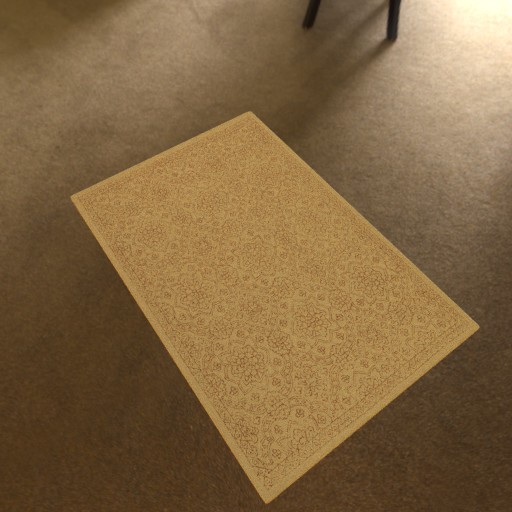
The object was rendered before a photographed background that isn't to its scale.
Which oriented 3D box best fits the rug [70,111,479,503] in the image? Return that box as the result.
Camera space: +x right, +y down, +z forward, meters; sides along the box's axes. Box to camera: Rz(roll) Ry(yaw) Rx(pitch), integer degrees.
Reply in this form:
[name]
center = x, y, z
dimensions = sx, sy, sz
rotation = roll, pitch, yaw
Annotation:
[rug]
center = 0.000, 0.000, 2.239
dimensions = 1.219, 0.010, 1.829
rotation = -31, 63, -18
